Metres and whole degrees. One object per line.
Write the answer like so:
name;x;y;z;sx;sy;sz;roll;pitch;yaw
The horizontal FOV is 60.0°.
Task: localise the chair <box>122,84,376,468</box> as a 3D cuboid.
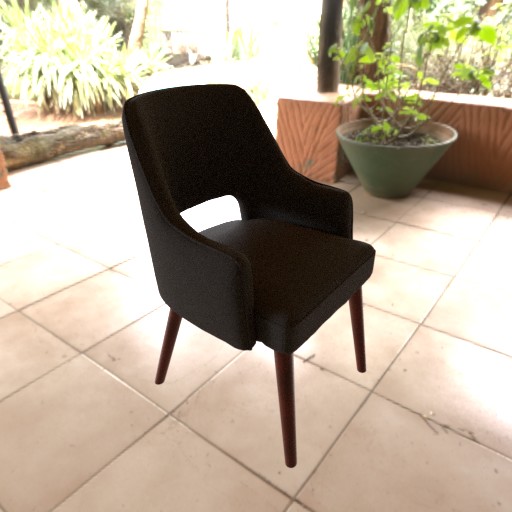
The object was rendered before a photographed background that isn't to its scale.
chair;0.000;0.000;1.218;0.560;0.838;0.559;19;33;32
